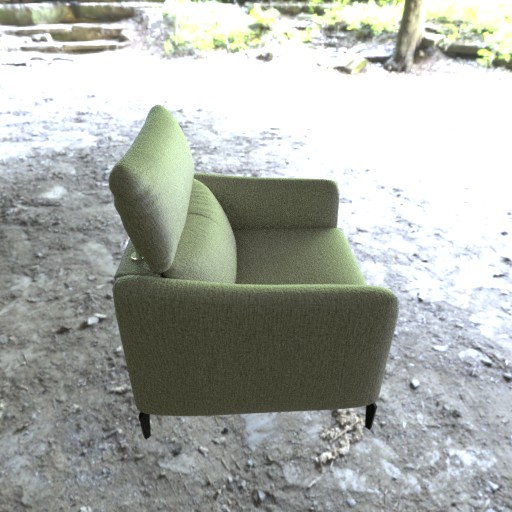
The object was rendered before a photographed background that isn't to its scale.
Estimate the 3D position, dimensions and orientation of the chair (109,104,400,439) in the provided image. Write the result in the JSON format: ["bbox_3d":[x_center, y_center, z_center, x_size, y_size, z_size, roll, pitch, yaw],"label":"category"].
[{"bbox_3d":[0.000,0.000,1.661,0.835,0.967,0.972,-1,32,-2],"label":"chair"}]
